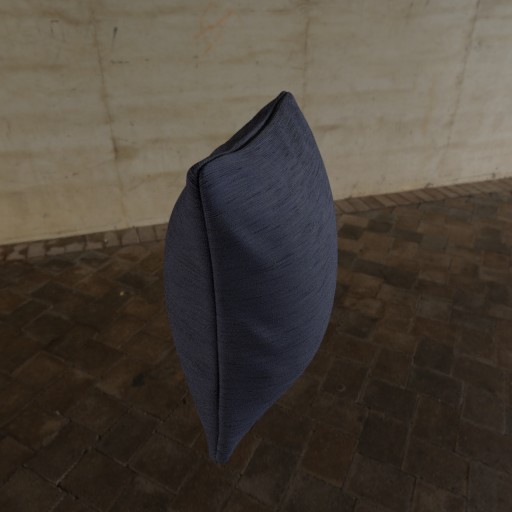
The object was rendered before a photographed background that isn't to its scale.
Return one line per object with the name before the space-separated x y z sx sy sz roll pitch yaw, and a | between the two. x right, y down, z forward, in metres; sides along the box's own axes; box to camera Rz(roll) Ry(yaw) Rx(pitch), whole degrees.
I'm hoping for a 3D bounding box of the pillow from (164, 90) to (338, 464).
pillow | 0.000 0.000 0.673 0.246 0.414 0.432 7 31 13
